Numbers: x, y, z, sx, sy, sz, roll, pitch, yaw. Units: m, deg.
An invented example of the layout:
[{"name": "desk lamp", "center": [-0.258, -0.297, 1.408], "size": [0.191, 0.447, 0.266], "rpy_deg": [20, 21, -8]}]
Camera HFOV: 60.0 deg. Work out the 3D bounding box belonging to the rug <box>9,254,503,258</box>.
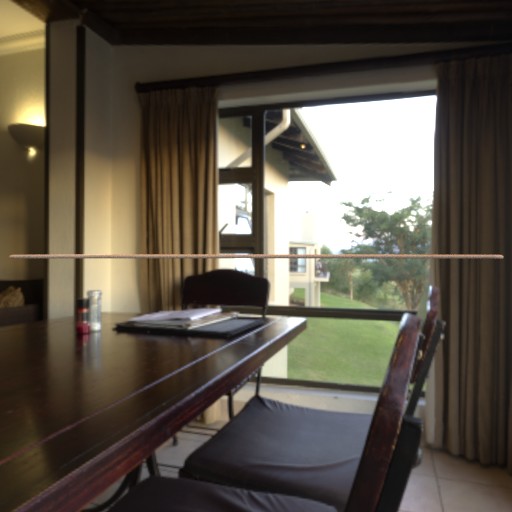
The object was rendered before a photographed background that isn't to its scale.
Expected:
[{"name": "rug", "center": [0.000, 0.000, 2.026], "size": [1.676, 0.013, 1.067], "rpy_deg": [0, 0, -1]}]
